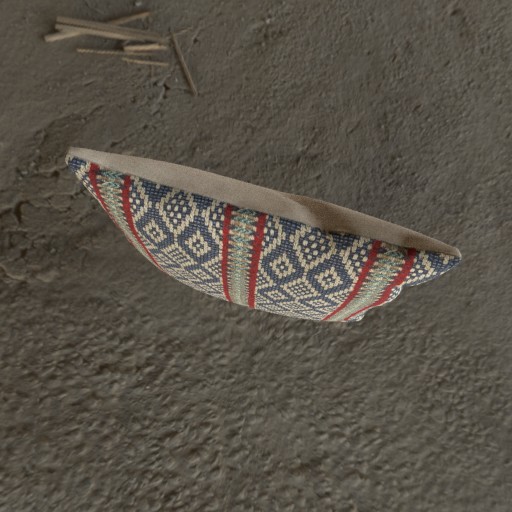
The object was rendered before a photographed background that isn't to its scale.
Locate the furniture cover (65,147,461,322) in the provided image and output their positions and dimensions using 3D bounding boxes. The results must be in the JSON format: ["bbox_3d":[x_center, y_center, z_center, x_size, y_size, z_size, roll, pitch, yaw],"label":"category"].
[{"bbox_3d":[0.000,0.000,0.664,0.431,0.431,0.139,15,76,4],"label":"furniture cover"}]
